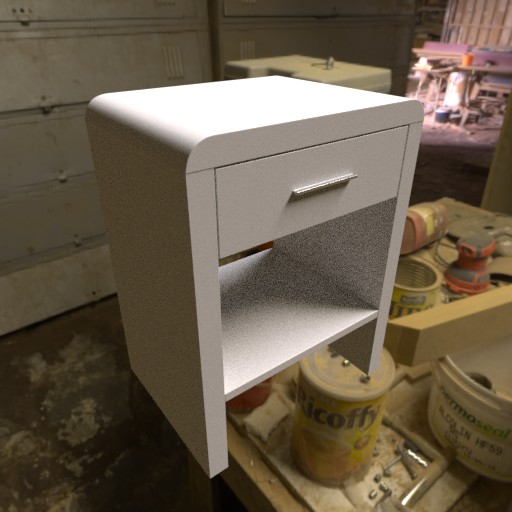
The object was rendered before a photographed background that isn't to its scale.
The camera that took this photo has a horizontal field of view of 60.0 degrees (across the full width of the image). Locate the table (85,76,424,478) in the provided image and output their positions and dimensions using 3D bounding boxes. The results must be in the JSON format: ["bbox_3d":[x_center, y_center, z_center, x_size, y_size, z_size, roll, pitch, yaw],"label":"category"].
[{"bbox_3d":[0.000,0.000,0.860,0.450,0.590,0.350,-20,35,-32],"label":"table"}]
